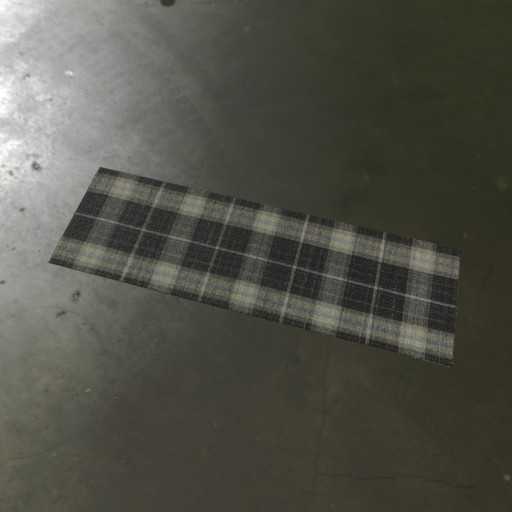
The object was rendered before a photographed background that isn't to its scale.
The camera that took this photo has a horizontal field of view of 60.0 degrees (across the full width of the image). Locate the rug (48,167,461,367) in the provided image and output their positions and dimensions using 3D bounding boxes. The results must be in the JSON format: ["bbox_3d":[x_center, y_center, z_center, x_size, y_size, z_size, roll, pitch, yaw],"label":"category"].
[{"bbox_3d":[0.000,0.000,2.731,2.434,0.012,0.760,14,64,7],"label":"rug"}]
